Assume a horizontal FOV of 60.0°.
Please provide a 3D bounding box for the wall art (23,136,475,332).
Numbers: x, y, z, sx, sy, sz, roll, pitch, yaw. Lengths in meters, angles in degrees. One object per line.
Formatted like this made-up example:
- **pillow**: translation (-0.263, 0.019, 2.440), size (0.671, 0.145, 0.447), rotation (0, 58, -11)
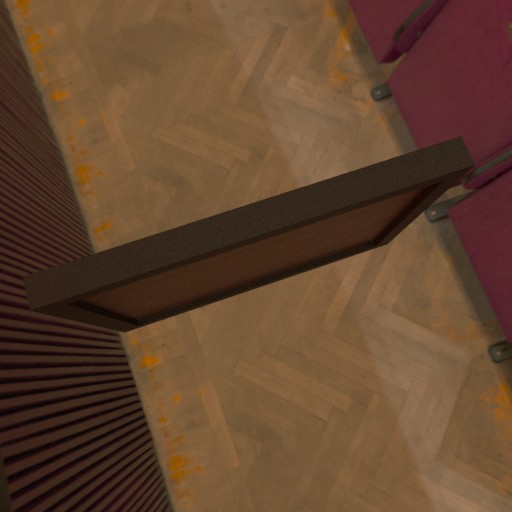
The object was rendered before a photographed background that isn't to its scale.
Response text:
- **wall art**: translation (0.000, 0.000, 0.859), size (0.671, 0.456, 0.051), rotation (-18, 77, -4)
